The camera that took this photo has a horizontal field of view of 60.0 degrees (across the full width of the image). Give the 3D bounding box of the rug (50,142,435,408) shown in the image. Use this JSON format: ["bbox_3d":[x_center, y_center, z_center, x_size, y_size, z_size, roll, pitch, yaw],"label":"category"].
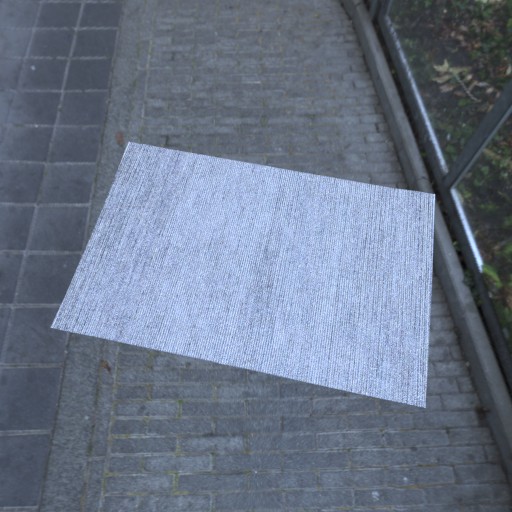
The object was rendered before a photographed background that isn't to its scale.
[{"bbox_3d":[0.000,0.000,2.288,1.789,0.021,1.159,11,65,5],"label":"rug"}]
